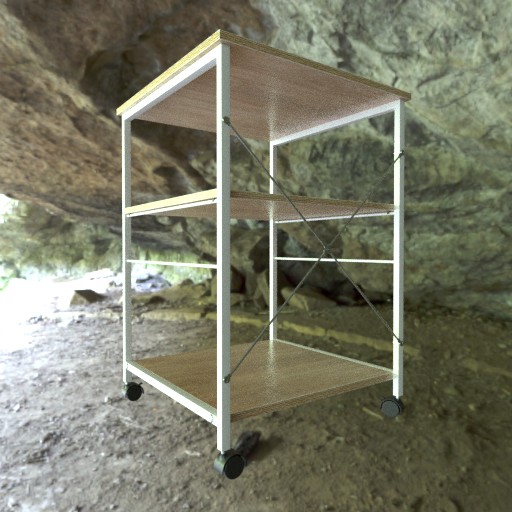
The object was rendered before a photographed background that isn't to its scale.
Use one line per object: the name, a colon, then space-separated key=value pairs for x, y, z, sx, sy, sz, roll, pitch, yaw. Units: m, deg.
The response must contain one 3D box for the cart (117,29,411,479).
cart: x=0.000 y=0.000 z=1.101 sx=0.521 sy=0.762 sz=0.520 roll=-1 pitch=1 yaw=-36
